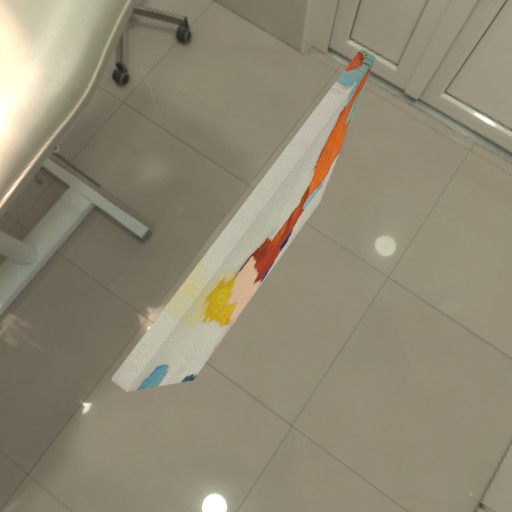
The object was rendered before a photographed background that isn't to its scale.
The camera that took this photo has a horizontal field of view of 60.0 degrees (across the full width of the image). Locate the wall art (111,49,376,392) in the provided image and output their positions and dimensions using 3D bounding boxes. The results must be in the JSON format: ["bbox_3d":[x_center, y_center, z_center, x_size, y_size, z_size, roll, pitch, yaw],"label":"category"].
[{"bbox_3d":[0.000,0.000,1.232,0.037,0.814,0.814,34,78,8],"label":"wall art"}]
